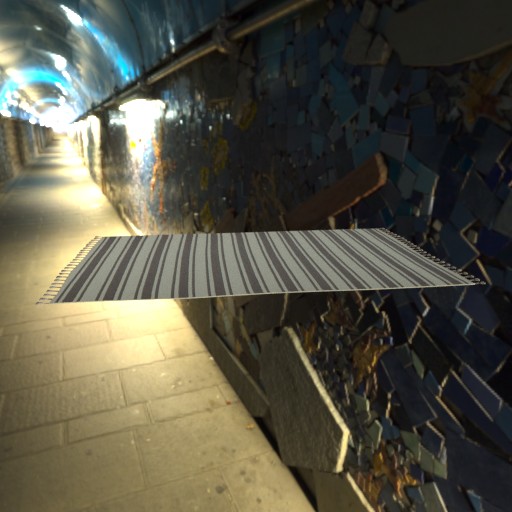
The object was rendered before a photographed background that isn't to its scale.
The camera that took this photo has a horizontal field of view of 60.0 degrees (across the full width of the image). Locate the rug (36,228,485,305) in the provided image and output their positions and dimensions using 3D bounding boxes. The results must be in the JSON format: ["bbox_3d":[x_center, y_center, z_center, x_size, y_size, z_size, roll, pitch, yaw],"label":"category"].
[{"bbox_3d":[0.000,0.000,2.592,2.096,0.011,1.229,-2,16,-7],"label":"rug"}]
